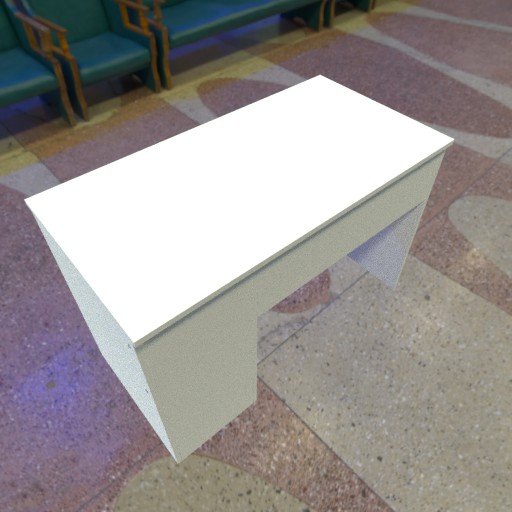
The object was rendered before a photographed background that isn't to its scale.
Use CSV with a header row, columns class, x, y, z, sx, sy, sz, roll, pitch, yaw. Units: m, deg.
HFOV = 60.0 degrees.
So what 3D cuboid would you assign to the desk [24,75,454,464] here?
class,x,y,z,sx,sy,sz,roll,pitch,yaw
desk,0.000,0.000,1.506,1.096,0.730,0.560,-32,55,-26
